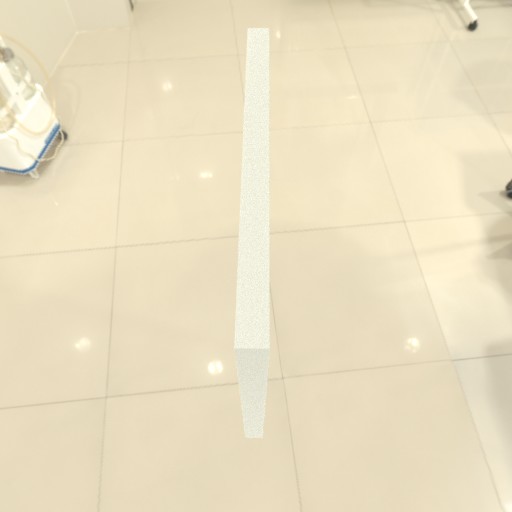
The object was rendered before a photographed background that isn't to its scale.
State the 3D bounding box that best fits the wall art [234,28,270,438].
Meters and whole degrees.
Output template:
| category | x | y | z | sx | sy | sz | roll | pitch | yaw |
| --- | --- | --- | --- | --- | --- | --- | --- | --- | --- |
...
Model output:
| category | x | y | z | sx | sy | sz | roll | pitch | yaw |
| --- | --- | --- | --- | --- | --- | --- | --- | --- | --- |
| wall art | 0.000 | 0.000 | 0.462 | 0.020 | 0.307 | 0.307 | 1 | 59 | 0 |
